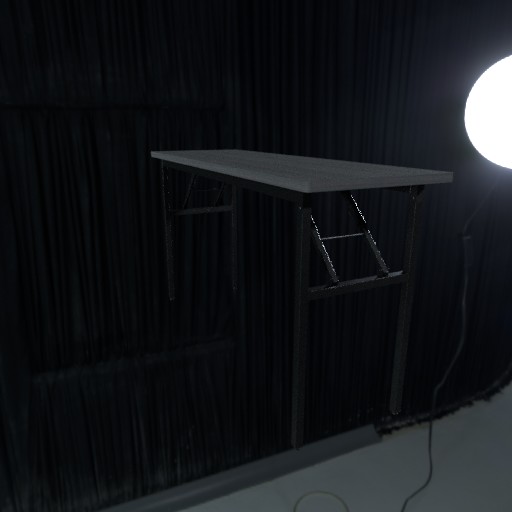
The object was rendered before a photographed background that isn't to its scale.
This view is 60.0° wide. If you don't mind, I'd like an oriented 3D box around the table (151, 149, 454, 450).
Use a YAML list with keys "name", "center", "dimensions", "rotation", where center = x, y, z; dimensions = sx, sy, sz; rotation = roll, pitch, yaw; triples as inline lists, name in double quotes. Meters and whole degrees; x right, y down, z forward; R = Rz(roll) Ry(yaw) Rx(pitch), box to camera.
- name: "table"
  center: [0.000, 0.000, 1.746]
  dimensions: [0.449, 0.750, 1.399]
  rotation: [-8, 18, -25]
